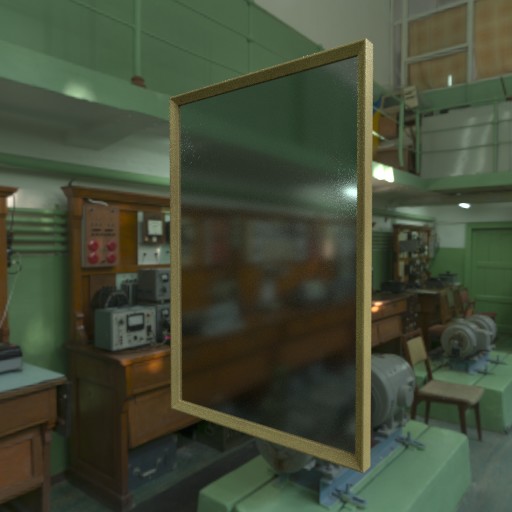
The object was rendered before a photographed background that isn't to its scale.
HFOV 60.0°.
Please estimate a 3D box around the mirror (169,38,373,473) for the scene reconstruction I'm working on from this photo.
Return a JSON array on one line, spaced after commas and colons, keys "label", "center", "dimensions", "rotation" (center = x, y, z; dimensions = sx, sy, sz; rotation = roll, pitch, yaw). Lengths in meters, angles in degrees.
[{"label": "mirror", "center": [0.000, 0.000, 1.133], "dimensions": [0.609, 0.915, 0.041], "rotation": [1, 2, 38]}]
